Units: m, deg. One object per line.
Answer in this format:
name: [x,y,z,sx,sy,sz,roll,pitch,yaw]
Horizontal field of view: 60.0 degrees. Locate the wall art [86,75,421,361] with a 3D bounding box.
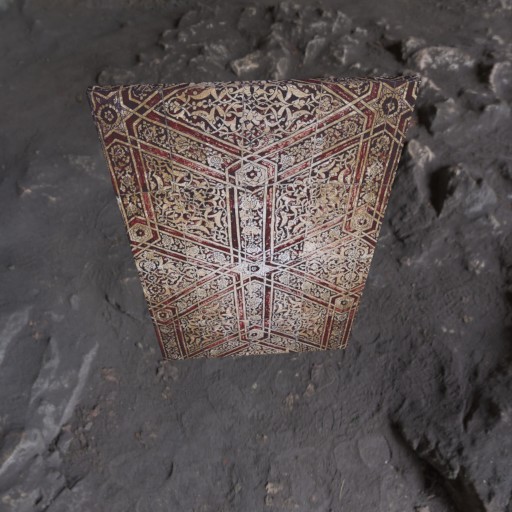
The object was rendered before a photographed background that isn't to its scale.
wall art: [0.000,0.000,0.747,0.397,0.599,0.020,-3,47,-3]
